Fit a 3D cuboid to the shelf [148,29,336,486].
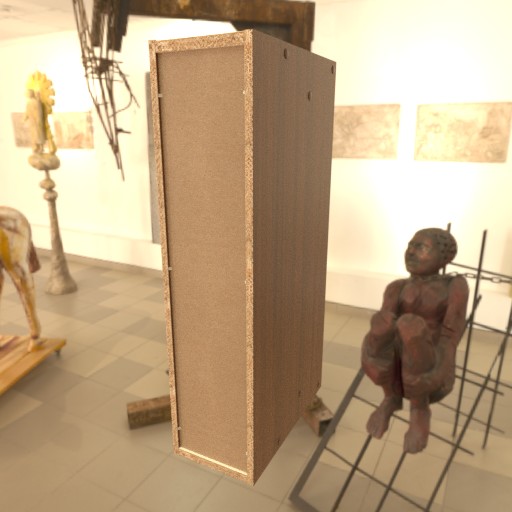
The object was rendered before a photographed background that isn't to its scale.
[{"bbox_3d":[0.000,0.000,0.712,0.147,0.600,0.290,8,18,26],"label":"shelf"}]
